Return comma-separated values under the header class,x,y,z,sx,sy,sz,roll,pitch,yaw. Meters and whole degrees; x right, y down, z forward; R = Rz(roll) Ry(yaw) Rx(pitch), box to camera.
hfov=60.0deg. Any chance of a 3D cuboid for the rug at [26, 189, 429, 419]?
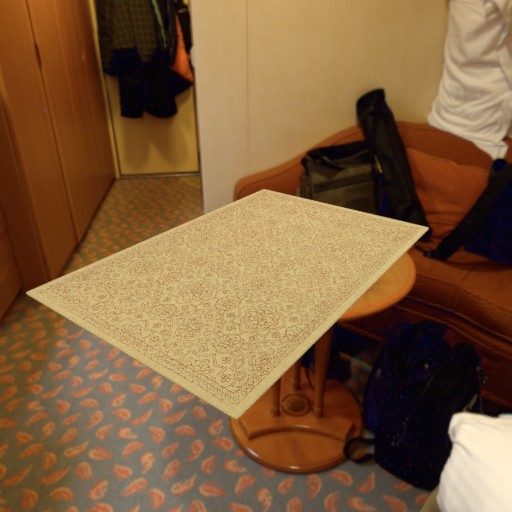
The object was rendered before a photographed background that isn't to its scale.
class,x,y,z,sx,sy,sz,roll,pitch,yaw
rug,0.000,0.000,2.316,1.219,0.010,1.829,19,32,32
